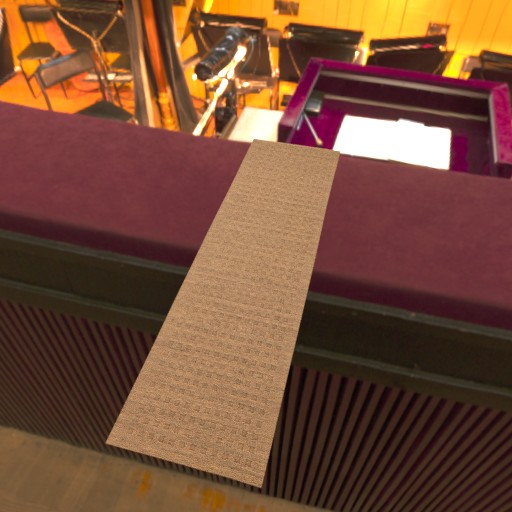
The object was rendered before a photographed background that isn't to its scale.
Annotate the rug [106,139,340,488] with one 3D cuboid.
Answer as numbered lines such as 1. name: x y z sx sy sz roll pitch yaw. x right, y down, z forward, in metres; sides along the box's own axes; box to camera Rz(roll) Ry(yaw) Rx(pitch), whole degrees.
1. rug: 0.000 0.000 2.632 0.688 0.005 2.437 11 48 10
